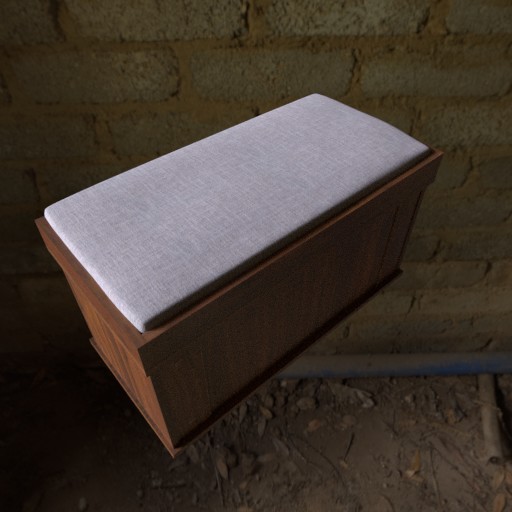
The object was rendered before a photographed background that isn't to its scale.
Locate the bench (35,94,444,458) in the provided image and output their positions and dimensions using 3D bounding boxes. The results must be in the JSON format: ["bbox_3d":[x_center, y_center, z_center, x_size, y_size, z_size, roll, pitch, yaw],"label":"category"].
[{"bbox_3d":[0.000,0.000,0.999,0.734,0.461,0.362,-32,53,-28],"label":"bench"}]
